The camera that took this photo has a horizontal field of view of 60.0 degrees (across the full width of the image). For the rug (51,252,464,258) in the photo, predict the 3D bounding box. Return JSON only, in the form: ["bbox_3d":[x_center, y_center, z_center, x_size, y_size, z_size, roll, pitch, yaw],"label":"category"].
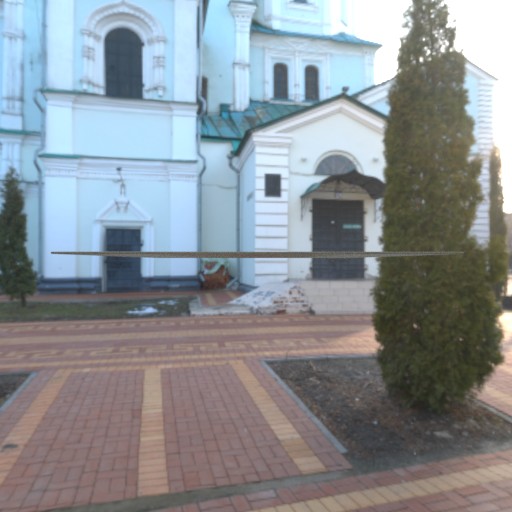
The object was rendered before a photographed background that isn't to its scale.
[{"bbox_3d":[0.000,0.000,4.118,2.438,0.013,3.048,0,-1,-1],"label":"rug"}]
